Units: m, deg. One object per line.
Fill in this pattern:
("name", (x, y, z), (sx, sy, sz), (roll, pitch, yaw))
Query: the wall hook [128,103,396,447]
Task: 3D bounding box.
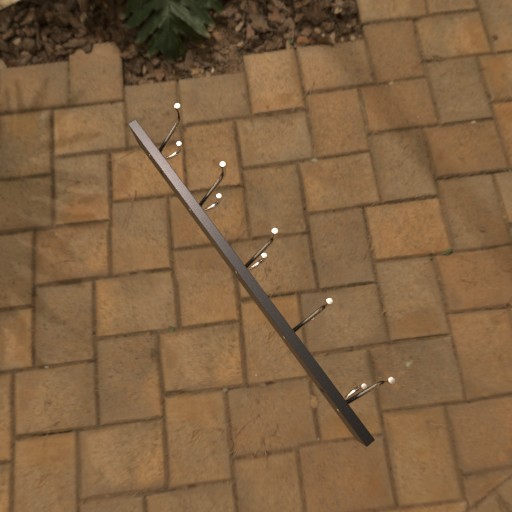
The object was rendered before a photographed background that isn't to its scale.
("wall hook", (0.000, 0.000, 0.629), (0.071, 0.117, 0.571), (-35, 78, -9))
